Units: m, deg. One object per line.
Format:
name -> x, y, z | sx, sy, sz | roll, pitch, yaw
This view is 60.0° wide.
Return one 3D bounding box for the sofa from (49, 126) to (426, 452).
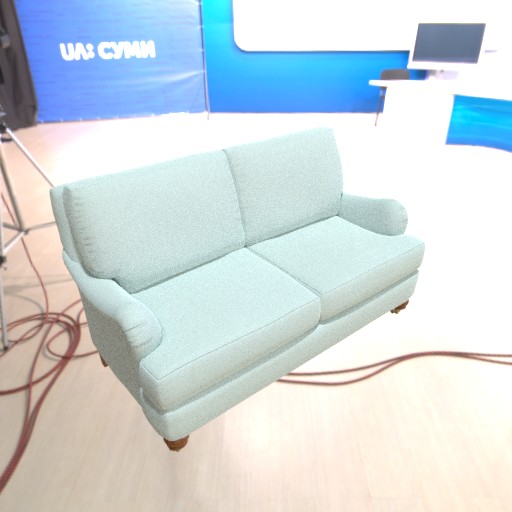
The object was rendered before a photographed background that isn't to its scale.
sofa -> 0.000, 0.000, 2.504 | 1.853, 1.101, 1.084 | -22, 37, -33
